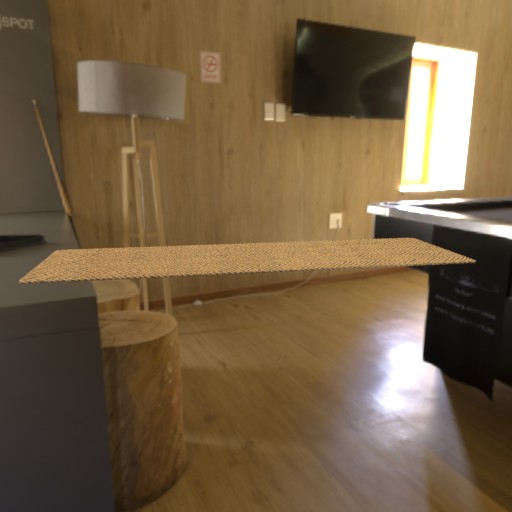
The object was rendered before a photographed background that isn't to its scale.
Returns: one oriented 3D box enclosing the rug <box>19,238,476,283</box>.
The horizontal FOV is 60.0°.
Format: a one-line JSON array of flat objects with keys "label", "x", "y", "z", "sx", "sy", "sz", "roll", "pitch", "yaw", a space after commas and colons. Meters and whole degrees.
[{"label": "rug", "x": 0.000, "y": 0.000, "z": 2.496, "sx": 2.286, "sy": 0.008, "sz": 0.686, "roll": -2, "pitch": 13, "yaw": -10}]
